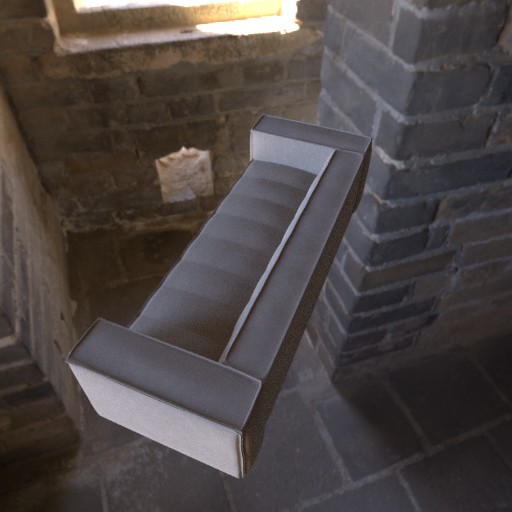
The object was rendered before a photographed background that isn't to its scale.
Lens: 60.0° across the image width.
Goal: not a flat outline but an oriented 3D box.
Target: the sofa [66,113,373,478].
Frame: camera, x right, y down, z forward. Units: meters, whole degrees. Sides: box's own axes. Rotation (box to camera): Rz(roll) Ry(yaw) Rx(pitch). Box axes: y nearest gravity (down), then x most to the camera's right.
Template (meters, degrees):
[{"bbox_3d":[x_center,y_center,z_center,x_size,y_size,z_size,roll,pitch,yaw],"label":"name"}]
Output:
[{"bbox_3d":[0.000,0.000,3.154,1.038,0.680,2.697,17,49,15],"label":"sofa"}]
